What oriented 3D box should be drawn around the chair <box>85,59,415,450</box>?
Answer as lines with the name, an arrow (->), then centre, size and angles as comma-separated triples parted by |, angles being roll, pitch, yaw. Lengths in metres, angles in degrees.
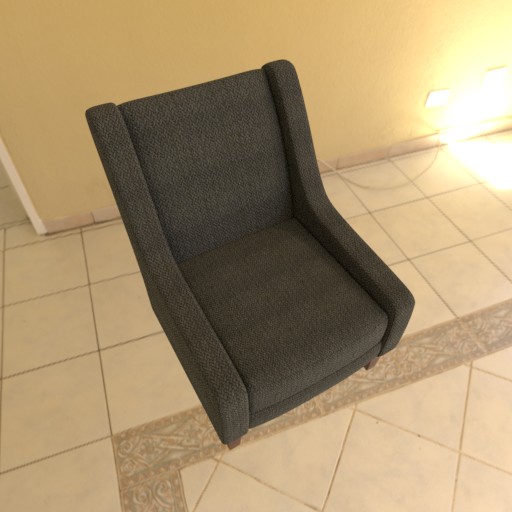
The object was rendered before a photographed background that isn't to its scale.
chair -> 0.000, 0.000, 1.675 | 0.793, 1.012, 0.944 | -23, 51, -20
